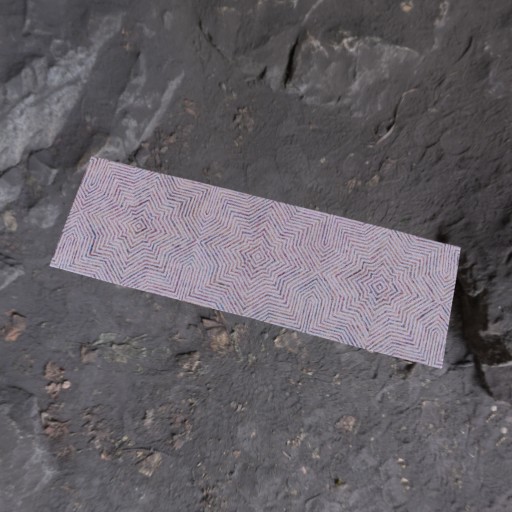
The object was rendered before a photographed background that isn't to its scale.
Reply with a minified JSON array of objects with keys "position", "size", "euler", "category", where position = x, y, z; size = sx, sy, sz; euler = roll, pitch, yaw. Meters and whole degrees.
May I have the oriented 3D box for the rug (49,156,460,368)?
[{"position":[0.000,0.000,2.752],"size":[2.443,0.009,0.771],"euler":[14,77,3],"category":"rug"}]
